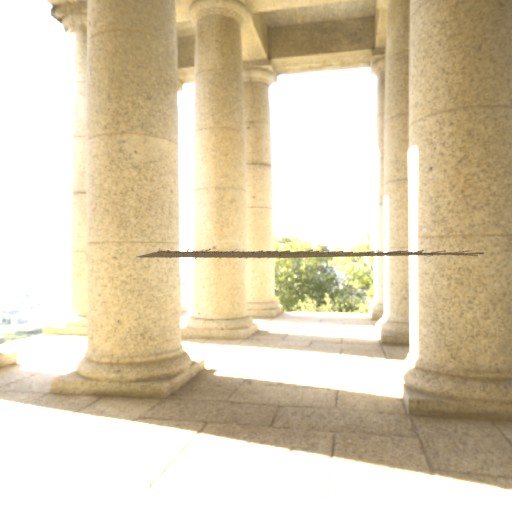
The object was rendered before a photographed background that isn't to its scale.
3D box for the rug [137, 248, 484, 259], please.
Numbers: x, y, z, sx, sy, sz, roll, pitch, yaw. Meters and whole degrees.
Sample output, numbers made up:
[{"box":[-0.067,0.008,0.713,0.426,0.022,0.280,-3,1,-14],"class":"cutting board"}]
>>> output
[{"box":[0.000,0.000,3.086,1.528,0.034,2.523,0,-1,-17],"class":"rug"}]
